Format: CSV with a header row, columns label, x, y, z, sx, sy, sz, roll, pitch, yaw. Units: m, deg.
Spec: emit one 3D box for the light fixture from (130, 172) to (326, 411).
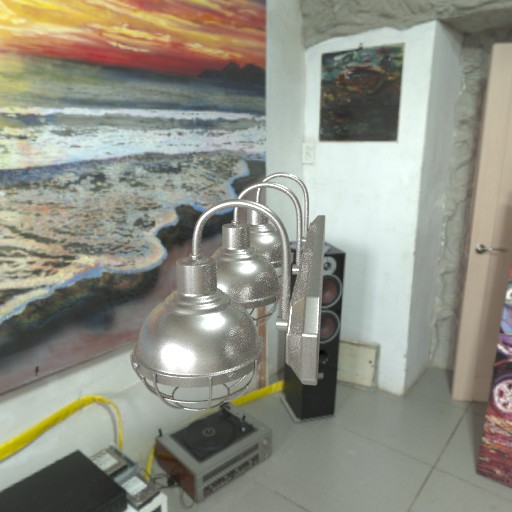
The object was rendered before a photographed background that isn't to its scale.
label,x,y,z,sx,sy,sz,roll,pitch,yaw
light fixture,0.000,0.000,0.761,0.229,0.254,0.634,2,14,9
